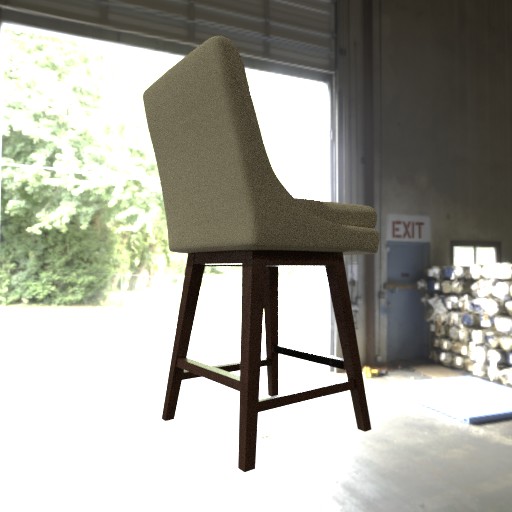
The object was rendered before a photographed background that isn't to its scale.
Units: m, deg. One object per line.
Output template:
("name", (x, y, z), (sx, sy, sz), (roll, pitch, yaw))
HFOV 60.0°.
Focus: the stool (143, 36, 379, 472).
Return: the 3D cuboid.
("stool", (0.000, 0.000, 1.298), (0.559, 0.991, 0.483), (1, -2, -37))
